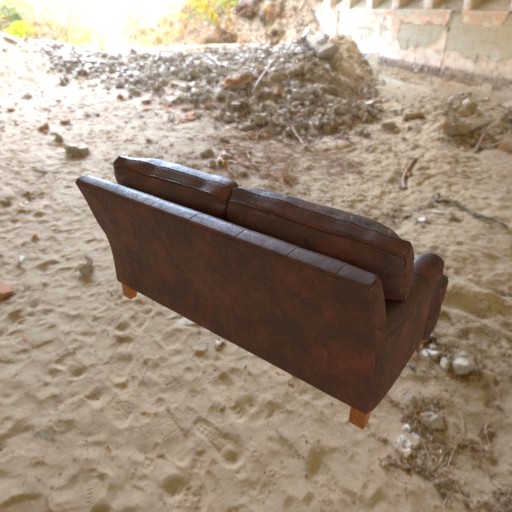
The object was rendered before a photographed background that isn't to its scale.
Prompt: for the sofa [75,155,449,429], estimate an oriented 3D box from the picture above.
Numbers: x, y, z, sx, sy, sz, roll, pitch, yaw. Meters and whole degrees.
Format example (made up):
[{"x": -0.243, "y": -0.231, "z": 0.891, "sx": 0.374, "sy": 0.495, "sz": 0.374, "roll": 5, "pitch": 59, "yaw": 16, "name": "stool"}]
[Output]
[{"x": 0.000, "y": 0.000, "z": 2.852, "sx": 2.144, "sy": 1.071, "sz": 1.147, "roll": 21, "pitch": 36, "yaw": 33, "name": "sofa"}]
